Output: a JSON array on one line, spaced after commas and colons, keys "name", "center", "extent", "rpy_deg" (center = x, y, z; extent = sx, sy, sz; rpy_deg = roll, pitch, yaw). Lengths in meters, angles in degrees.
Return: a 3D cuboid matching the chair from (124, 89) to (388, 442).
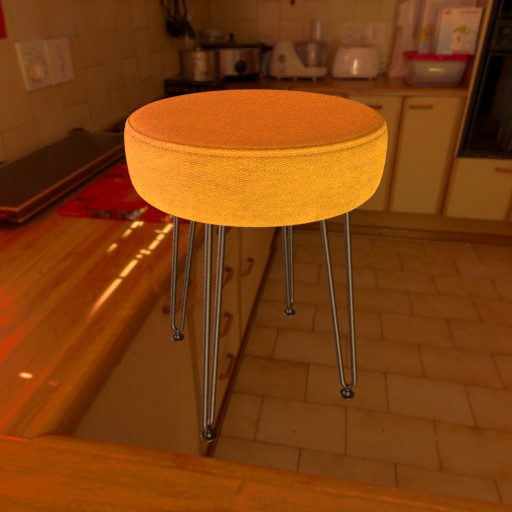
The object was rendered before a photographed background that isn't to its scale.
[{"name": "chair", "center": [0.000, 0.000, 0.694], "extent": [0.345, 0.455, 0.345], "rpy_deg": [-10, 32, -17]}]
